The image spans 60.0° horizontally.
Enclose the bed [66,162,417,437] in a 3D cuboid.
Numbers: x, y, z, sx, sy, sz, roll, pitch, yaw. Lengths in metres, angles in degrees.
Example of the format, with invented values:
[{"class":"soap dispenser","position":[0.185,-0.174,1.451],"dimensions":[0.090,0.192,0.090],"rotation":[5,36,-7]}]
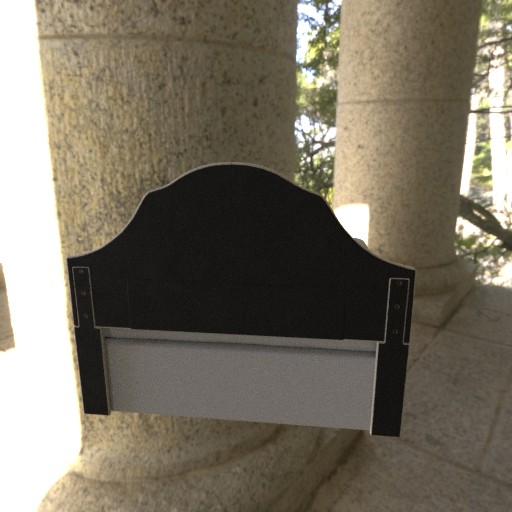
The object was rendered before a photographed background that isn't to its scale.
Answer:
[{"class":"bed","position":[0.000,0.000,3.463],"dimensions":[2.012,1.555,2.086],"rotation":[2,15,7]}]
